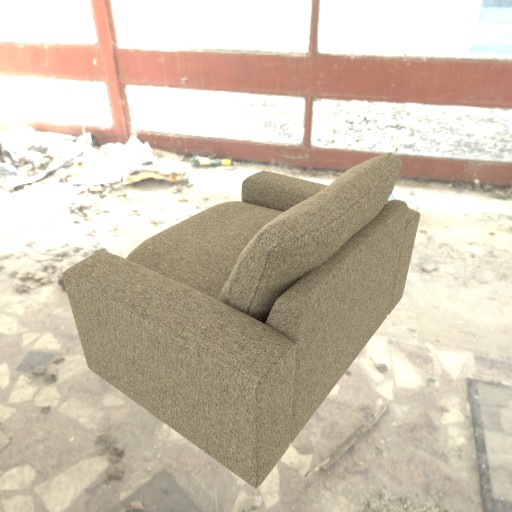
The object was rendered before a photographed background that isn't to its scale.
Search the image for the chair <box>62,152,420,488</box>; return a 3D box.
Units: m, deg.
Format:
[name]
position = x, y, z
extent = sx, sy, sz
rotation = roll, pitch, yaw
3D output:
[chair]
position = 0.000, 0.000, 2.062
extent = 1.039, 0.915, 1.398
rotation = 21, 38, 30
